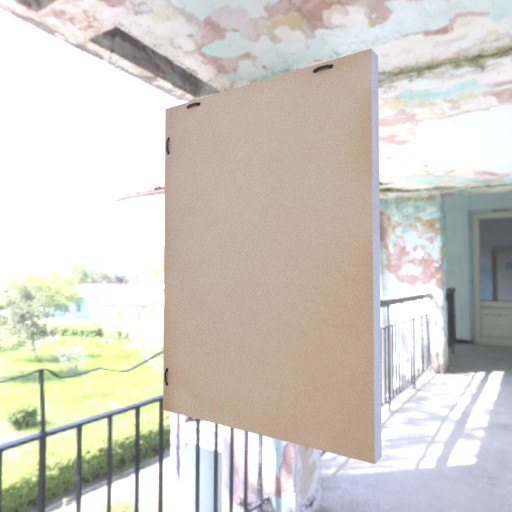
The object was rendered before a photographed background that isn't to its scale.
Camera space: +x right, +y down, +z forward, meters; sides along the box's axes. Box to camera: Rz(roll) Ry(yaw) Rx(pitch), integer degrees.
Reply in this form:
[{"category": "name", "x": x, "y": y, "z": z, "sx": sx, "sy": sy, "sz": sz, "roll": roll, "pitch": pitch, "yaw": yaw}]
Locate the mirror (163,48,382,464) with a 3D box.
[{"category": "mirror", "x": 0.000, "y": 0.000, "z": 0.912, "sx": 0.507, "sy": 0.710, "sz": 0.039, "roll": -1, "pitch": -2, "yaw": 35}]
